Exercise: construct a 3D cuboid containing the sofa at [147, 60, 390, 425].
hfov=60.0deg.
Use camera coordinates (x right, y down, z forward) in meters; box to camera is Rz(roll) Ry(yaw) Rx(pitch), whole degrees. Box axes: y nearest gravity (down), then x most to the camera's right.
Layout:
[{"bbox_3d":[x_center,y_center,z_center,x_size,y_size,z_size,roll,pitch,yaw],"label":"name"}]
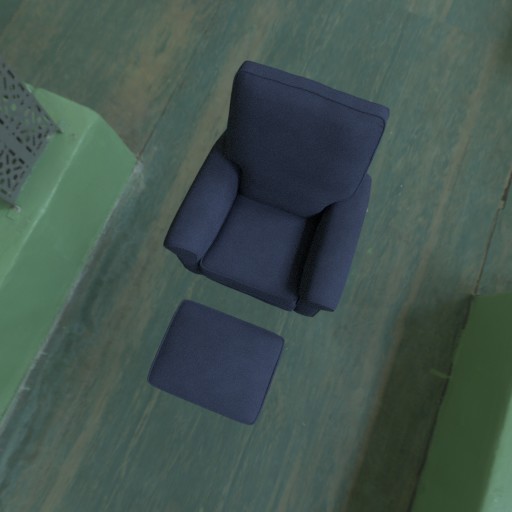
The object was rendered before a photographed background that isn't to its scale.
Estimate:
[{"bbox_3d":[0.000,0.000,2.105,0.880,0.959,1.478,21,77,5],"label":"sofa"}]
